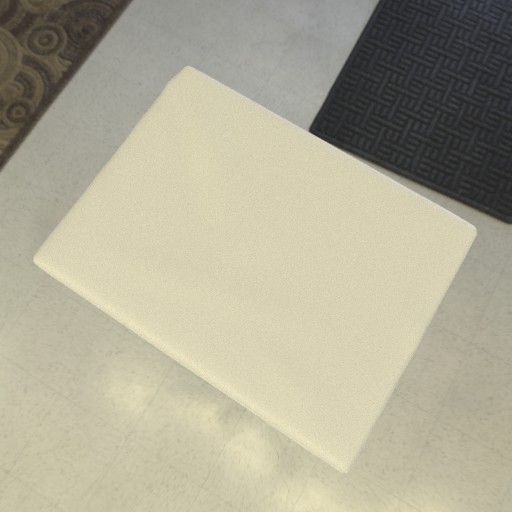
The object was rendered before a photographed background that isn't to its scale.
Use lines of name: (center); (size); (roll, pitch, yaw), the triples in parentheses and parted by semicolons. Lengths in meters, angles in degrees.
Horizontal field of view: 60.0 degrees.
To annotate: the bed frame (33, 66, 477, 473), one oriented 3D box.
bed frame: (0.000, 0.000, 2.817); (2.151, 0.667, 1.584); (32, 77, 8)
